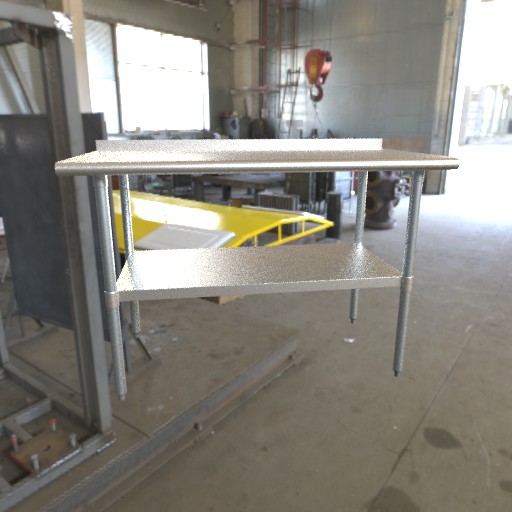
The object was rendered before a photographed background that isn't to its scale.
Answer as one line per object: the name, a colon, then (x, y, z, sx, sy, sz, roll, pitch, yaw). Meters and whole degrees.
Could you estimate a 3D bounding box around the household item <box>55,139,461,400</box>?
household item: (0.000, 0.000, 1.709, 1.219, 0.851, 0.610, -2, 17, -8)
